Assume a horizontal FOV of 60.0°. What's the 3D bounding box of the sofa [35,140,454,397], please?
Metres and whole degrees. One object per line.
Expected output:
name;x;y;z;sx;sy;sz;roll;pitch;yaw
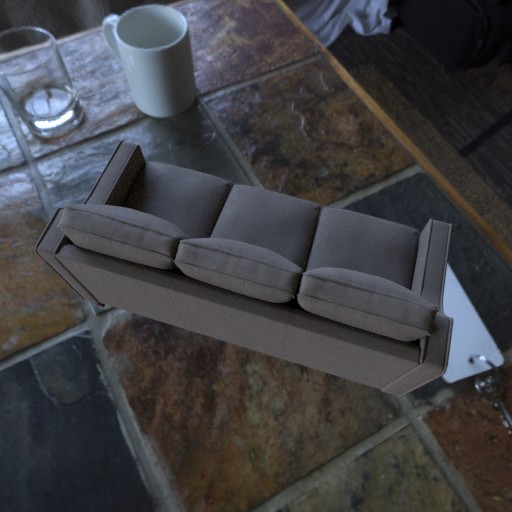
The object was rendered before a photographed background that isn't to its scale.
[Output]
sofa;0.000;0.000;2.513;1.986;0.974;0.911;16;65;8
